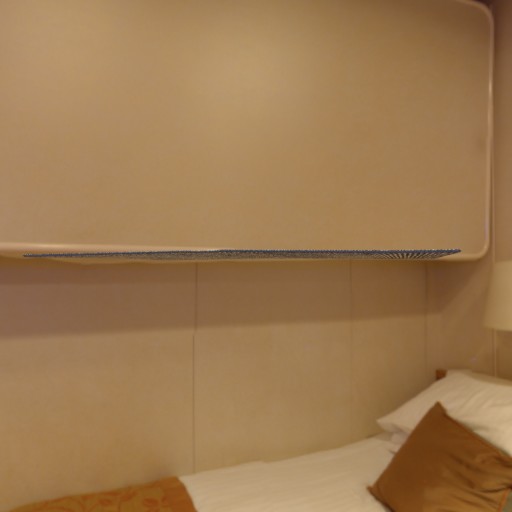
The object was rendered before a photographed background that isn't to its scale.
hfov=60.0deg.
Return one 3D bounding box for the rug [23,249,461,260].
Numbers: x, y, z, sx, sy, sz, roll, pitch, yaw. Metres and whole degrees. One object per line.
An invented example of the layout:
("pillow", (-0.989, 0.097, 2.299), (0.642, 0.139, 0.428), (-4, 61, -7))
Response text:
("rug", (0.000, 0.000, 2.980), (2.349, 0.030, 1.624), (0, -1, 18))
